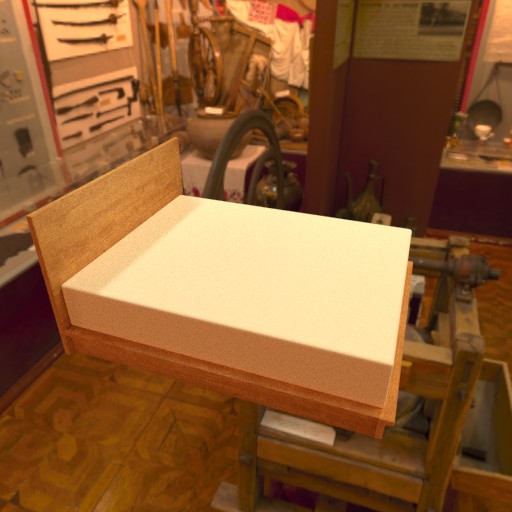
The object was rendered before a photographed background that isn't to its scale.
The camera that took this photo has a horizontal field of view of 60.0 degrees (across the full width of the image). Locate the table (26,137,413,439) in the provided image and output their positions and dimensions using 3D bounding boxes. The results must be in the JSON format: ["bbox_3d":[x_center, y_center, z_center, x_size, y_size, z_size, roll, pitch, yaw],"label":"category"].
[{"bbox_3d":[0.000,0.000,3.142,2.149,1.041,1.707,10,32,17],"label":"table"}]
